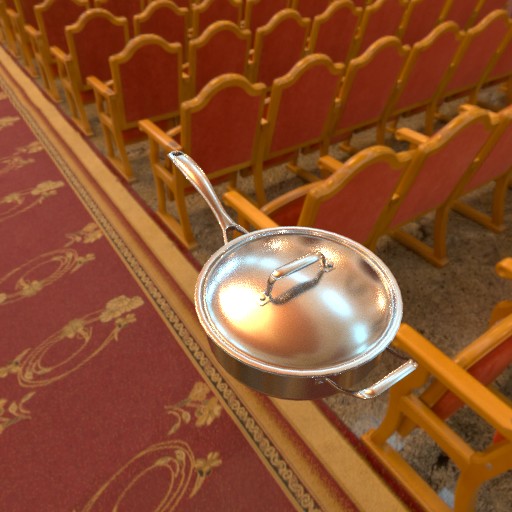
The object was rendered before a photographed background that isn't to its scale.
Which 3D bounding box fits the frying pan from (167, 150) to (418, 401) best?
[{"bbox_3d":[0.000,0.000,0.594,0.245,0.111,0.492,-24,46,-25],"label":"frying pan"}]
